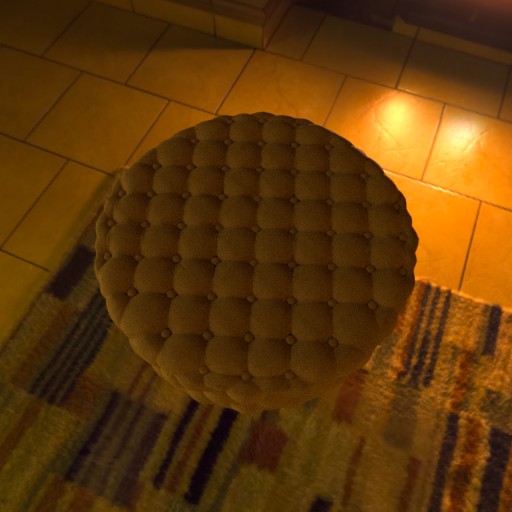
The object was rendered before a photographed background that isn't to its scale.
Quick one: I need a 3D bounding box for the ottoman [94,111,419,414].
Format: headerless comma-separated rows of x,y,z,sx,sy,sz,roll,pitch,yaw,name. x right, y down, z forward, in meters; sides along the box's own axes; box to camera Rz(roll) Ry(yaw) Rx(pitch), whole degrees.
0.000,0.000,1.509,0.998,0.399,0.998,0,63,0,ottoman
